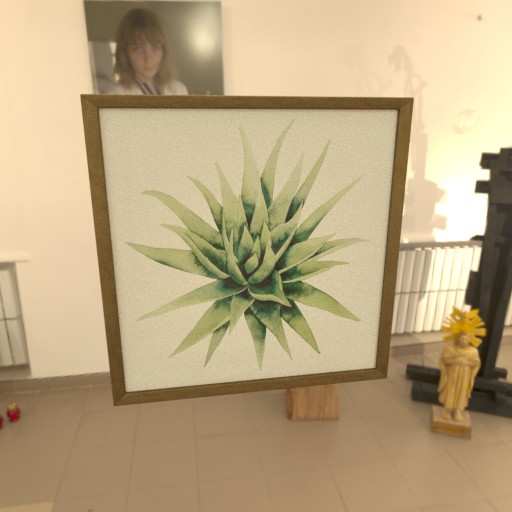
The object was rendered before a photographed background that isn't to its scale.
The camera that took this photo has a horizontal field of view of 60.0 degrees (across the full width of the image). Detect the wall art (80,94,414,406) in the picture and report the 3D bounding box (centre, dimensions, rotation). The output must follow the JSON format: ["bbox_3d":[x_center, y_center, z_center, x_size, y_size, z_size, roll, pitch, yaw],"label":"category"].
[{"bbox_3d":[0.000,0.000,0.746,0.503,0.506,0.030,-3,17,-10],"label":"wall art"}]
